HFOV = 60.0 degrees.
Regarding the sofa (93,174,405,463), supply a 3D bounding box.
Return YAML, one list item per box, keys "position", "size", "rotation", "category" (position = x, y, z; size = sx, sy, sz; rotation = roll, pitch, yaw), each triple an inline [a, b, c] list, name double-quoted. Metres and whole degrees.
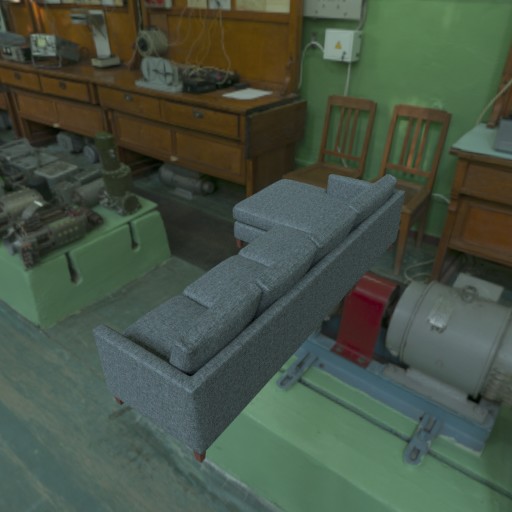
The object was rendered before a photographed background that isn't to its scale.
- position: [0.000, 0.000, 4.233]
  size: [1.635, 0.960, 3.485]
  rotation: [21, 38, 30]
  category: "sofa"
